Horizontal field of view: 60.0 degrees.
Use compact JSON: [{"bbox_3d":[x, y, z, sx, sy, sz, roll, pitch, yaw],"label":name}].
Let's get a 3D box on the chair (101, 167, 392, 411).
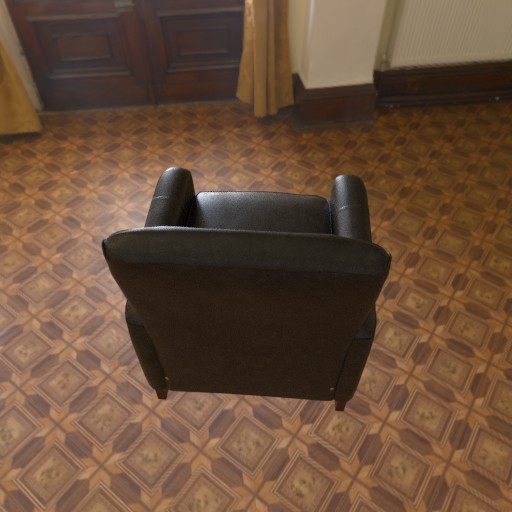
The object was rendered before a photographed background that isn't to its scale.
[{"bbox_3d":[0.000,0.000,1.636,0.848,1.014,0.864,3,47,3],"label":"chair"}]
